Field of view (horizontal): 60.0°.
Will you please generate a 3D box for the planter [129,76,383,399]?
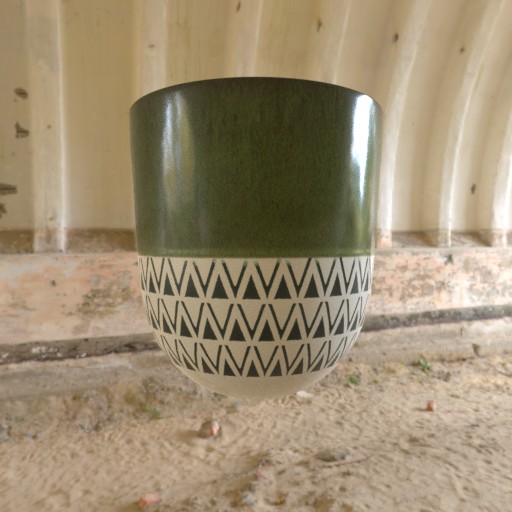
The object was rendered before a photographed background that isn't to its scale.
[{"bbox_3d":[0.000,0.000,0.449,0.245,0.270,0.245,0,2,0],"label":"planter"}]
